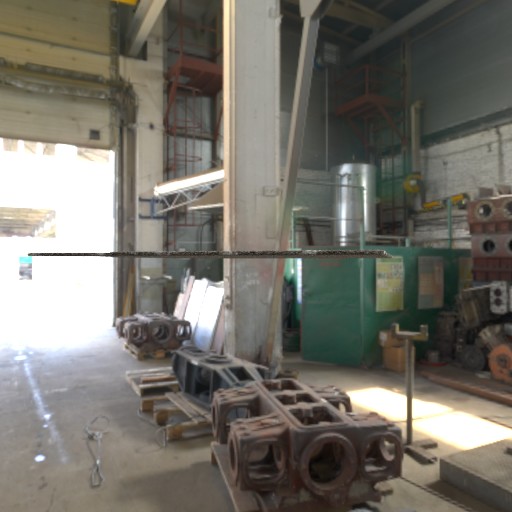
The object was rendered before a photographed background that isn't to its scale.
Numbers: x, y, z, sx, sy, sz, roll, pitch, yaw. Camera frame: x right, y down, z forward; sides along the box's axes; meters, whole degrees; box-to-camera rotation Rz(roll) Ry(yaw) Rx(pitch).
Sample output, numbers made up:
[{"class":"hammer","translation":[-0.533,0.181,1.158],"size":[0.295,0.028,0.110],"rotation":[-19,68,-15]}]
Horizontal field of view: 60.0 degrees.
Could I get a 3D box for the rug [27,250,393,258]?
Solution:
[{"class":"rug","translation":[0.000,0.000,4.199],"size":[2.438,0.029,3.047],"rotation":[0,-1,18]}]
